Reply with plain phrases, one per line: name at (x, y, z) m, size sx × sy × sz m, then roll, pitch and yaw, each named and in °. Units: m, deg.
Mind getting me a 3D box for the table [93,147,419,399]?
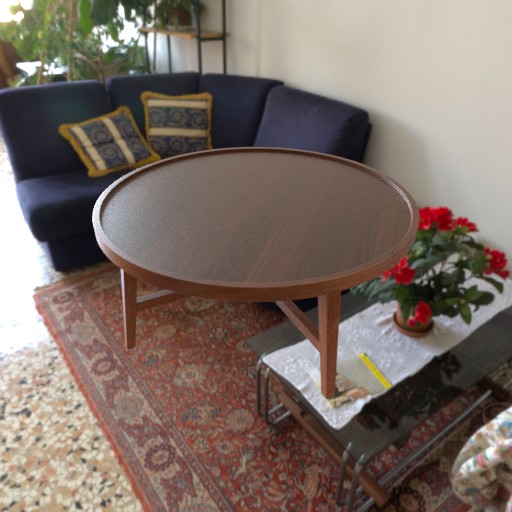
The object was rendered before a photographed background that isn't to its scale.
table at (0.000, 0.000, 1.231) m, size 0.800 × 0.360 × 0.800 m, roll 0°, pitch 32°, yaw 0°
